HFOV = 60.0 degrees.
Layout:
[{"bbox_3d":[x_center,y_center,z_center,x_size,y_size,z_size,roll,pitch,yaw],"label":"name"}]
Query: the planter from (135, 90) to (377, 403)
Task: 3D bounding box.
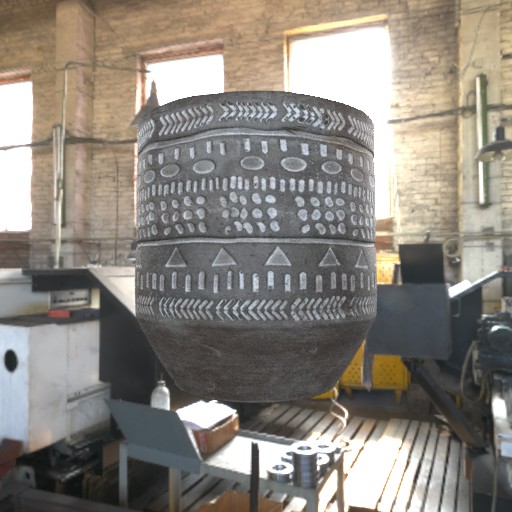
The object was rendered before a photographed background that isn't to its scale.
[{"bbox_3d":[0.000,0.000,0.231,0.122,0.128,0.122,0,-1,0],"label":"planter"}]
